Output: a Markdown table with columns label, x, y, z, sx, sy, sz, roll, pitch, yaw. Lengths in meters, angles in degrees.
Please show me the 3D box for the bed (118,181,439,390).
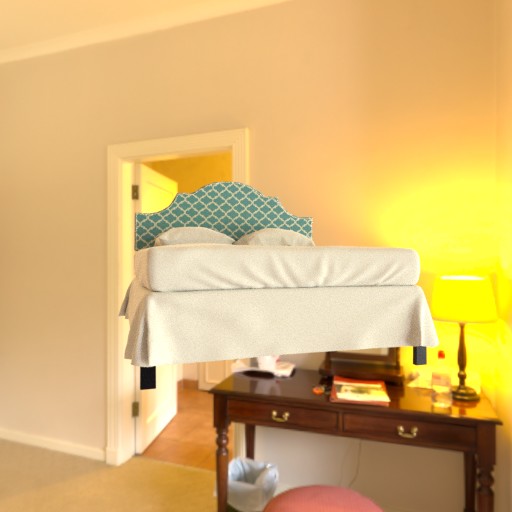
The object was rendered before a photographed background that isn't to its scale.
| label | x | y | z | sx | sy | sz | roll | pitch | yaw |
| --- | --- | --- | --- | --- | --- | --- | --- | --- | --- |
| bed | 0.000 | 0.000 | 3.911 | 2.314 | 1.601 | 2.222 | 0 | 0 | -17 |
